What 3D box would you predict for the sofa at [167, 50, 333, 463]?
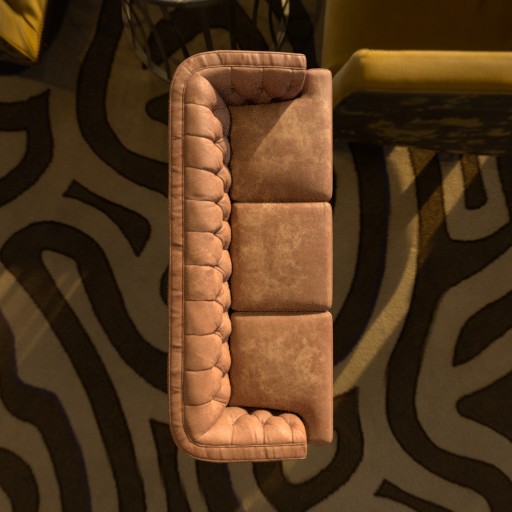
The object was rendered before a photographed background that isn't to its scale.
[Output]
[{"bbox_3d":[0.000,0.000,2.675,0.922,0.791,2.257,0,89,0],"label":"sofa"}]
